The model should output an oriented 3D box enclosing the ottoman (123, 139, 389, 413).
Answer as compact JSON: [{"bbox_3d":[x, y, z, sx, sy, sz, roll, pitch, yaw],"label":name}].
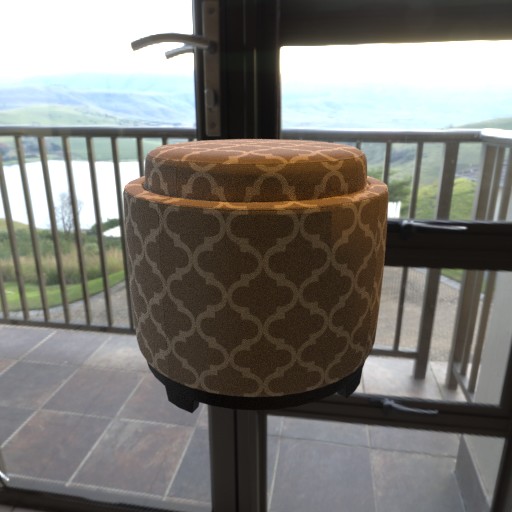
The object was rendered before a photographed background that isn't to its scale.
[{"bbox_3d":[0.000,0.000,0.863,0.480,0.429,0.480,0,18,0],"label":"ottoman"}]
